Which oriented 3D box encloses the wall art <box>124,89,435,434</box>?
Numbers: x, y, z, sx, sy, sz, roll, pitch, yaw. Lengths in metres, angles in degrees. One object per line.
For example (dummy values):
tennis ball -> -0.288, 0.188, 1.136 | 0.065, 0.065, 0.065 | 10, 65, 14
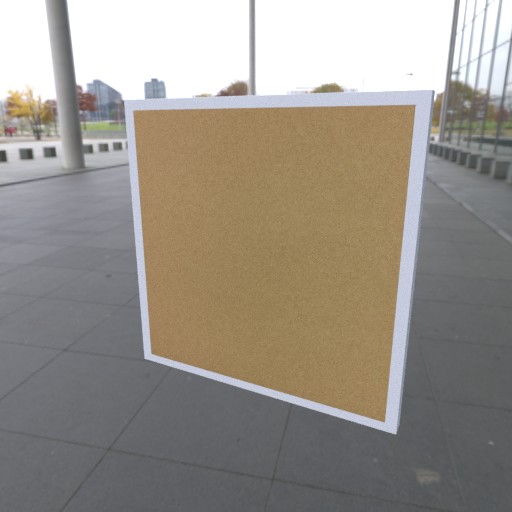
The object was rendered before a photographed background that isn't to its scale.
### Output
wall art -> 0.000, 0.000, 1.119 | 0.763, 0.761, 0.038 | 8, 18, 26
